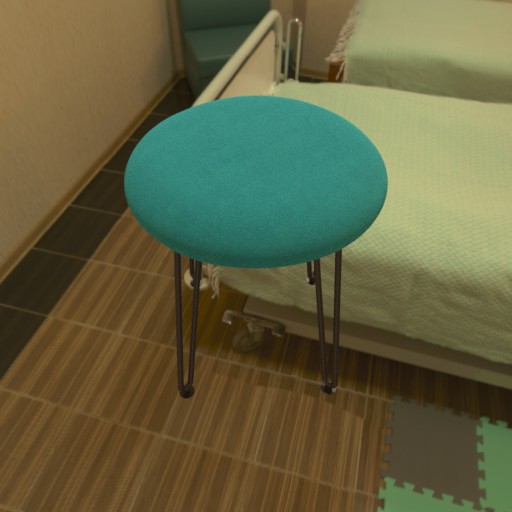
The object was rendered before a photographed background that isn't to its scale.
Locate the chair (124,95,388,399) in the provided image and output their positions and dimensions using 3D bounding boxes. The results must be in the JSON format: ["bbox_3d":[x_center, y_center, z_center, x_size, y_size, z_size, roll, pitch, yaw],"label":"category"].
[{"bbox_3d":[0.000,0.000,0.725,0.350,0.430,0.350,-10,47,-9],"label":"chair"}]
